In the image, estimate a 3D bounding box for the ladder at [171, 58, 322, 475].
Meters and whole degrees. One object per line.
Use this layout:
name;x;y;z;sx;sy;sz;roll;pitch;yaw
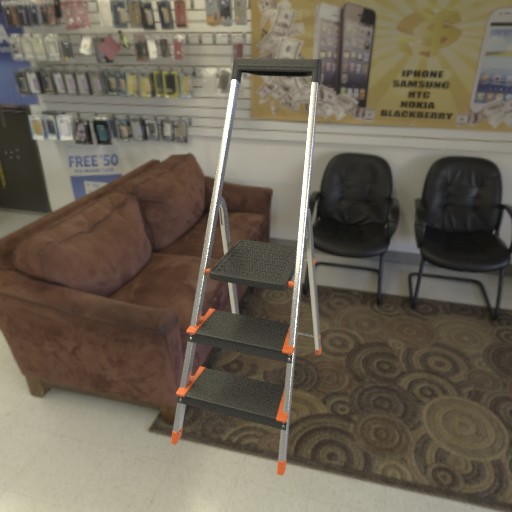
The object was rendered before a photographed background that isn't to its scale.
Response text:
ladder;0.000;0.000;1.530;0.416;1.229;0.686;8;28;16
